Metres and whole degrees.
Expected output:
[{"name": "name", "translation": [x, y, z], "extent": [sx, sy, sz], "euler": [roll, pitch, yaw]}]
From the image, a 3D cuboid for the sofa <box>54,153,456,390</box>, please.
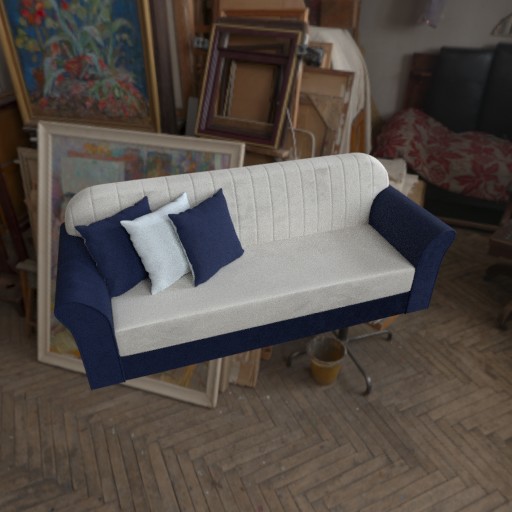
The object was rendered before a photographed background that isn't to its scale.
[{"name": "sofa", "translation": [0.000, 0.000, 2.471], "extent": [2.006, 0.789, 0.749], "euler": [-10, 35, -15]}]
